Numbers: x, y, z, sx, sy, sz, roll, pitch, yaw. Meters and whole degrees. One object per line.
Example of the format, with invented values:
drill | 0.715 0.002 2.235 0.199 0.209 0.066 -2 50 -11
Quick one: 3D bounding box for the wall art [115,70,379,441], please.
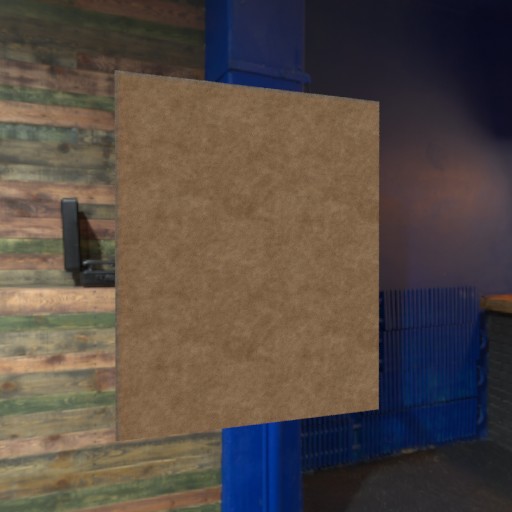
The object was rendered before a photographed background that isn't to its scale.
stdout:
wall art | 0.000 0.000 0.747 0.453 0.554 0.037 0 0 -18
